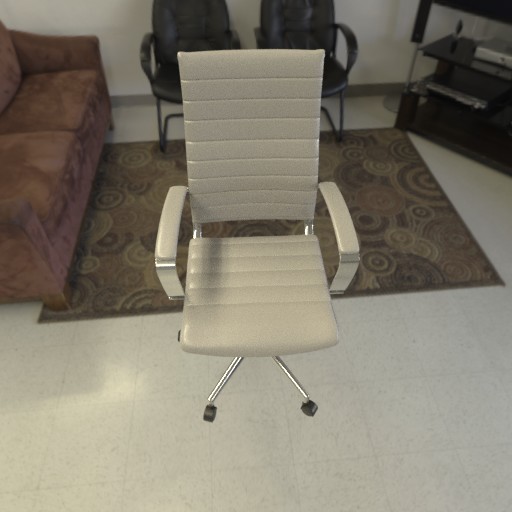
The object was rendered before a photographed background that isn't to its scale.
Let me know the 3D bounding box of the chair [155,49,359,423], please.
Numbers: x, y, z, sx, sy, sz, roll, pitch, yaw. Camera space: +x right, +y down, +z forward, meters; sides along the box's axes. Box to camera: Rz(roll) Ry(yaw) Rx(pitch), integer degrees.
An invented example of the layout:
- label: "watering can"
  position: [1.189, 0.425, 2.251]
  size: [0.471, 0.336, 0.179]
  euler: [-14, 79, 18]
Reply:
- label: "chair"
  position: [0.000, 0.000, 1.525]
  size: [0.679, 1.149, 0.667]
  euler: [-2, 45, -2]
